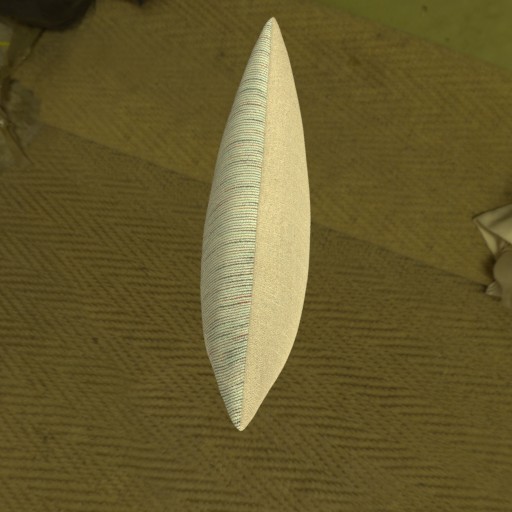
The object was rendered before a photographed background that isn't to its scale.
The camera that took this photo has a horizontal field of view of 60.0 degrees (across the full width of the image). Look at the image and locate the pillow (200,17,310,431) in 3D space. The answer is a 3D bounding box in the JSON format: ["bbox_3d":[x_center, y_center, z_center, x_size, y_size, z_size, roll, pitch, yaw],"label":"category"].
[{"bbox_3d":[0.000,0.000,0.747,0.178,0.506,0.512,4,74,1],"label":"pillow"}]
